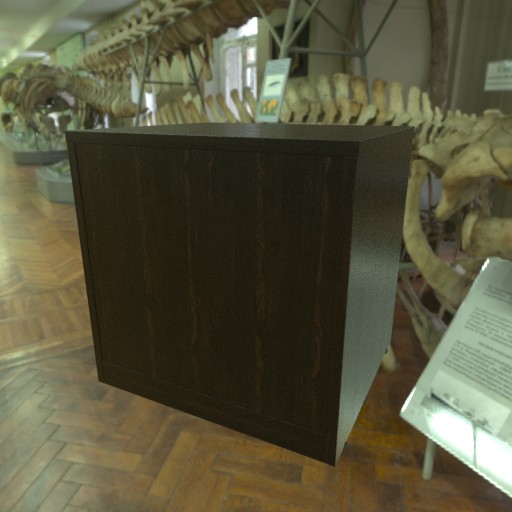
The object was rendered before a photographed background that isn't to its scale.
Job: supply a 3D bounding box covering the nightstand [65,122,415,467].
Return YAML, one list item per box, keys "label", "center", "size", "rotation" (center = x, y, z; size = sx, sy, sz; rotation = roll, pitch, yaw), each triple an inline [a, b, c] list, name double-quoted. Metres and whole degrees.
- label: "nightstand"
  center: [0.000, 0.000, 0.879]
  size: [0.489, 0.487, 0.427]
  rotation: [9, 21, 25]
